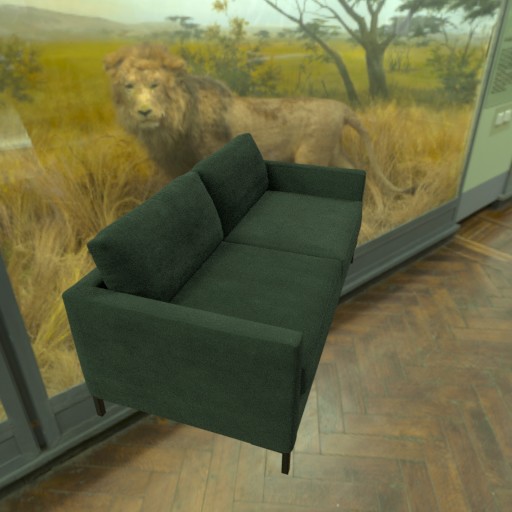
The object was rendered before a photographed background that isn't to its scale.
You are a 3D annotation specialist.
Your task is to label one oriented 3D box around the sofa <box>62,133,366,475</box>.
[{"bbox_3d":[0.000,0.000,2.182,0.875,0.817,1.676,10,31,16],"label":"sofa"}]
